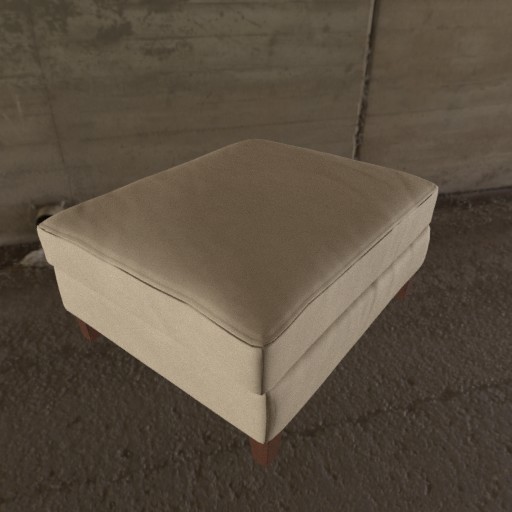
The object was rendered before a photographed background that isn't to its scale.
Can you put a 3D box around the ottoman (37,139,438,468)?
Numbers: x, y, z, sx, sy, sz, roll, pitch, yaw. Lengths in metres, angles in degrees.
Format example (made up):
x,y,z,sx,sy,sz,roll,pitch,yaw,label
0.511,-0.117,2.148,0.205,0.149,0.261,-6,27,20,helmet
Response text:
x,y,z,sx,sy,sz,roll,pitch,yaw,label
0.000,0.000,1.456,0.836,0.492,1.002,23,39,31,ottoman
